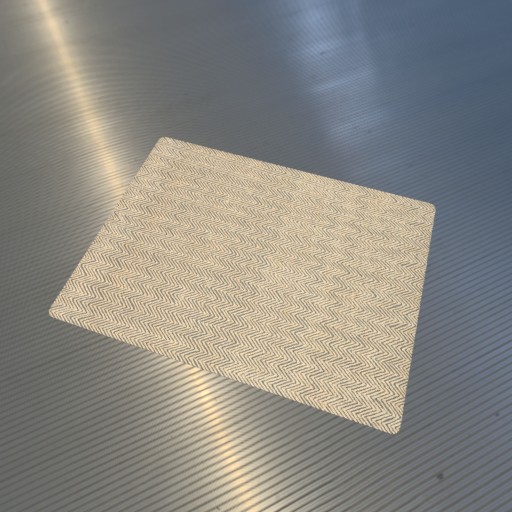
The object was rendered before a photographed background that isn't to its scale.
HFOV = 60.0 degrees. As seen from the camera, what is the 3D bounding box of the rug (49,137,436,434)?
[{"bbox_3d":[0.000,0.000,4.367,3.207,0.014,2.439,16,59,10],"label":"rug"}]
